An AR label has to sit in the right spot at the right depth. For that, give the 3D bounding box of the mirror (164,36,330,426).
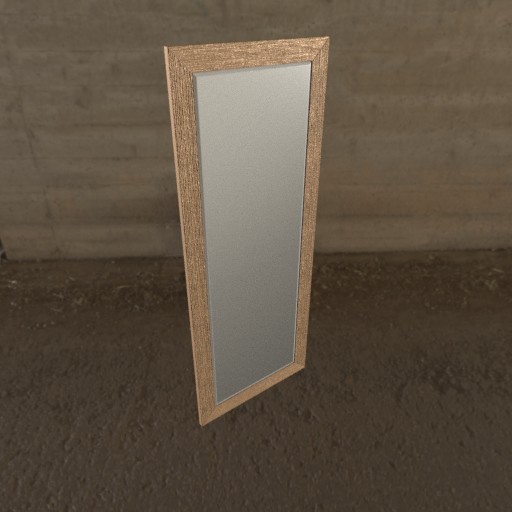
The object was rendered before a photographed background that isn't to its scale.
[{"bbox_3d":[0.000,0.000,2.319,0.812,2.031,0.026,-21,36,-31],"label":"mirror"}]
